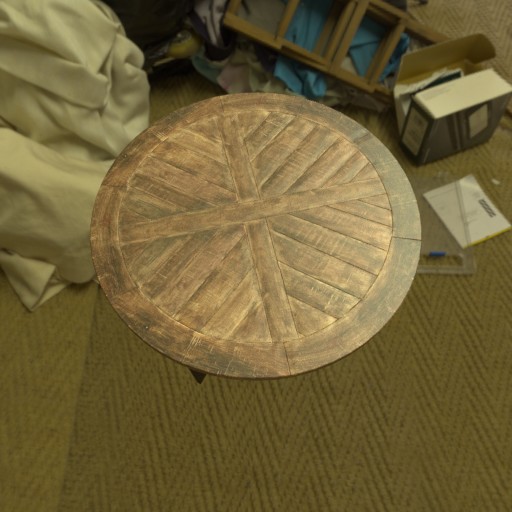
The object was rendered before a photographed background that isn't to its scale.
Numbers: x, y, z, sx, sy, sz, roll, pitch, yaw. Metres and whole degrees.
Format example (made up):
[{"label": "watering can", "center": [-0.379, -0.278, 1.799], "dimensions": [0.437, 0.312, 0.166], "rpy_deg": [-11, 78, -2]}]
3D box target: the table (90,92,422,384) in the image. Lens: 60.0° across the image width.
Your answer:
[{"label": "table", "center": [0.000, 0.000, 2.049], "dimensions": [1.264, 0.762, 1.264], "rpy_deg": [0, 63, 0]}]
